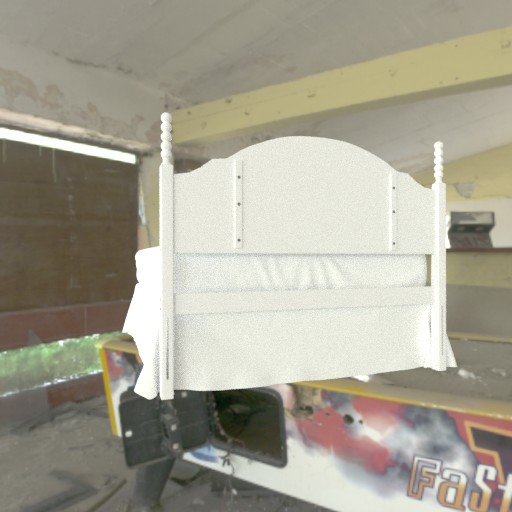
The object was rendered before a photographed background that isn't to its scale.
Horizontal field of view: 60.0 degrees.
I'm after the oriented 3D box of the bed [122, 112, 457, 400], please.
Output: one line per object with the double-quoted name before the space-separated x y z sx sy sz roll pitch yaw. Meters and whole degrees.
"bed" 0.000 0.000 3.291 1.873 1.356 2.040 0 0 -19
